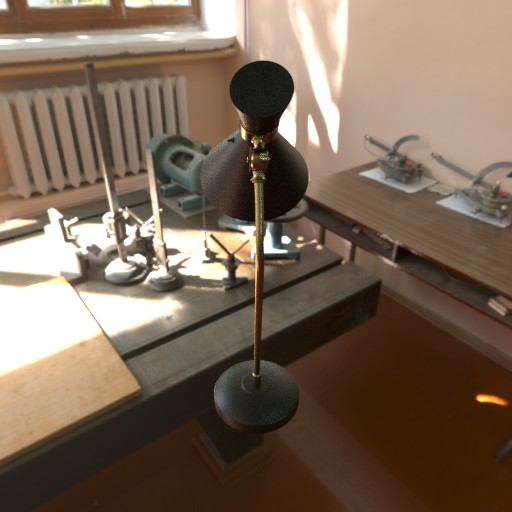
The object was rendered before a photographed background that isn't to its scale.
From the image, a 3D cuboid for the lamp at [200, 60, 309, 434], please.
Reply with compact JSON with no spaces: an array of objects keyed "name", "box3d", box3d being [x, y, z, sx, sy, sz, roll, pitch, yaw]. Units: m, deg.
[{"name":"lamp","box3d":[0.000,0.000,0.780,0.189,0.647,0.292,-1,31,-2]}]
